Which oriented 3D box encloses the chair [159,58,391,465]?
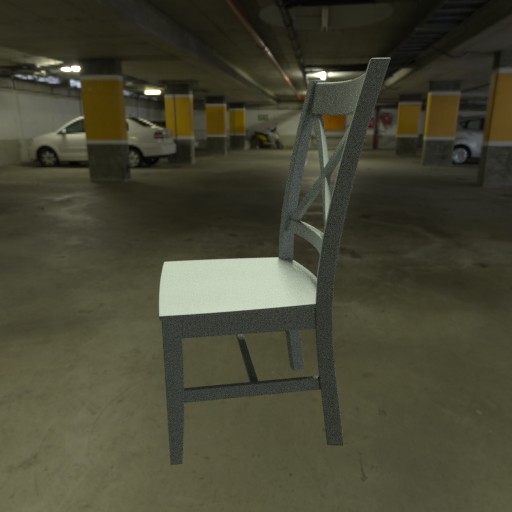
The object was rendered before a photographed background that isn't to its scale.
[{"bbox_3d":[0.000,0.000,1.260,0.542,0.983,0.485,-3,16,-9],"label":"chair"}]
